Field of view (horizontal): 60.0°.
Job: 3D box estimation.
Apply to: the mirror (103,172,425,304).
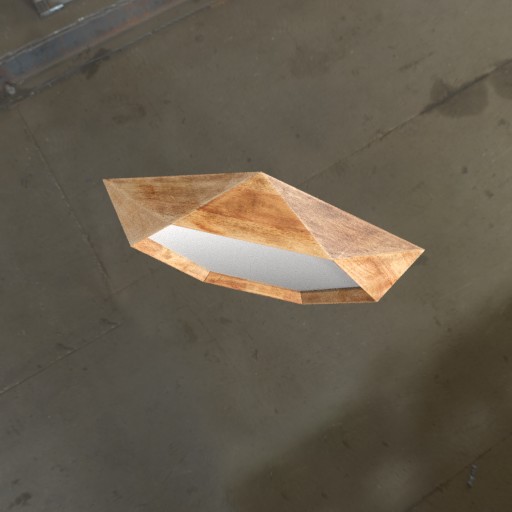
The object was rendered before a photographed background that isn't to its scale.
[{"bbox_3d":[0.000,0.000,1.083,0.675,0.779,0.091,13,75,3],"label":"mirror"}]
